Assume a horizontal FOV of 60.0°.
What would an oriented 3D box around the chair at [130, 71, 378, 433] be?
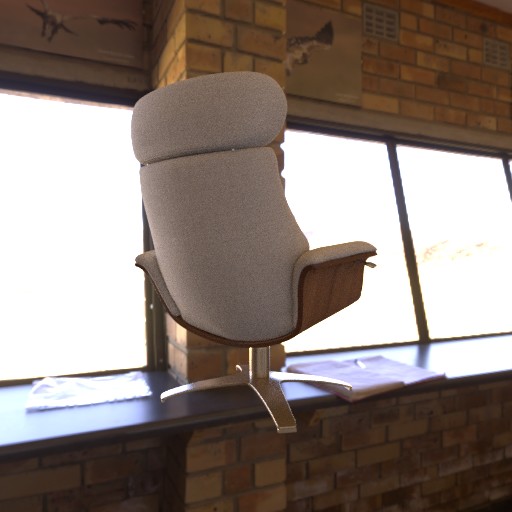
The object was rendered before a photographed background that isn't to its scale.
[{"bbox_3d":[0.000,0.000,1.569,0.785,0.995,0.837,0,-1,34],"label":"chair"}]
